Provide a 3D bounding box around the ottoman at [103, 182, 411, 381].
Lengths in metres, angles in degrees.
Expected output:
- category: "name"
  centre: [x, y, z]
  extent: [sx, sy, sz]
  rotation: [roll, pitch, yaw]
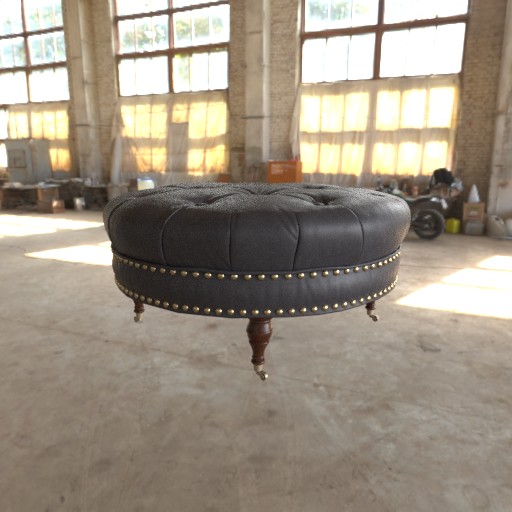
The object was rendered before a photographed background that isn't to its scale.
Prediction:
- category: "ottoman"
  centre: [0.000, 0.000, 1.382]
  extent: [0.901, 0.439, 0.901]
  rotation: [0, 13, 0]
